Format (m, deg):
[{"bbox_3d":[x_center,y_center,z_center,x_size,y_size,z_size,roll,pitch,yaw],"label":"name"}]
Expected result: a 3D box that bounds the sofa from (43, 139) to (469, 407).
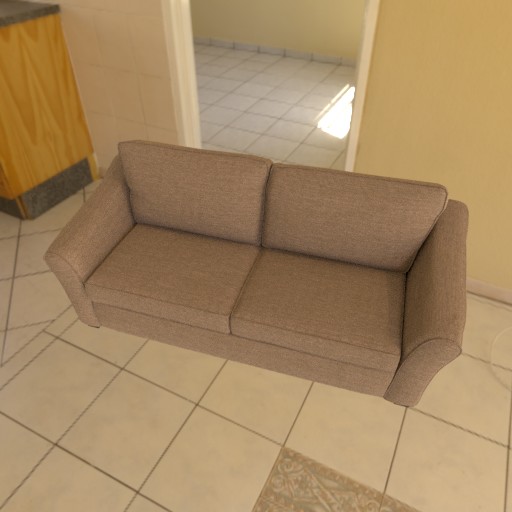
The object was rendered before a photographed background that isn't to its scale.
[{"bbox_3d":[0.000,0.000,2.620,2.270,0.965,0.980,11,41,13],"label":"sofa"}]
